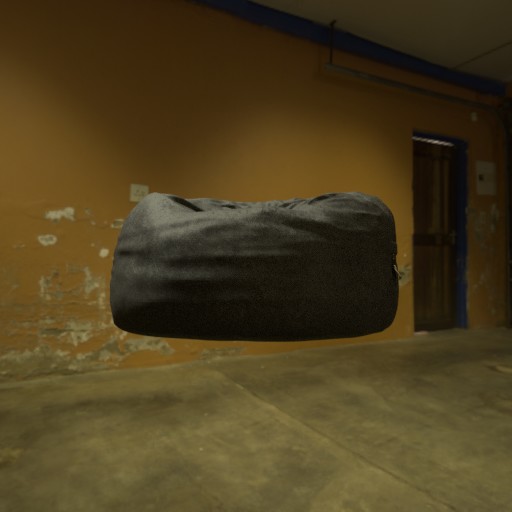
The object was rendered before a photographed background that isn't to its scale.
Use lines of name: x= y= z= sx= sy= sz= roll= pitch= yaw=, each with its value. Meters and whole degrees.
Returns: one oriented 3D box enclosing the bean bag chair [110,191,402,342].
bean bag chair: x=0.000 y=0.000 z=2.448 sx=1.525 sy=0.751 sz=1.525 roll=0 pitch=-1 yaw=0
